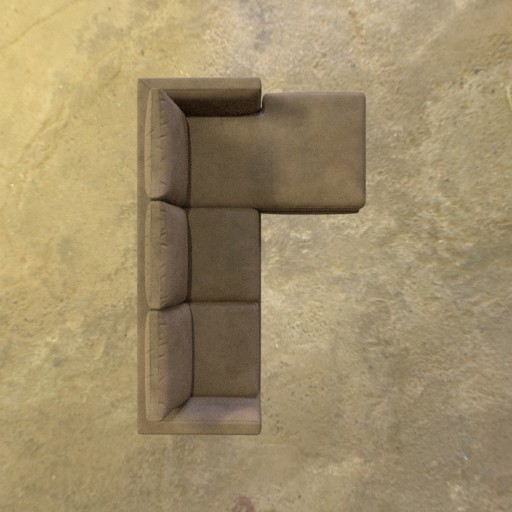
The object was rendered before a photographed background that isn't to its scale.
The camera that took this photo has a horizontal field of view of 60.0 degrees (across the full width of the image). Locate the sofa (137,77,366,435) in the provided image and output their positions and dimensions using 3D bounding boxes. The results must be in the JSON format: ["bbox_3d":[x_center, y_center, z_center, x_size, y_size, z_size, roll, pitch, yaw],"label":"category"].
[{"bbox_3d":[0.000,0.000,3.257,1.622,0.987,2.438,0,90,1],"label":"sofa"}]
